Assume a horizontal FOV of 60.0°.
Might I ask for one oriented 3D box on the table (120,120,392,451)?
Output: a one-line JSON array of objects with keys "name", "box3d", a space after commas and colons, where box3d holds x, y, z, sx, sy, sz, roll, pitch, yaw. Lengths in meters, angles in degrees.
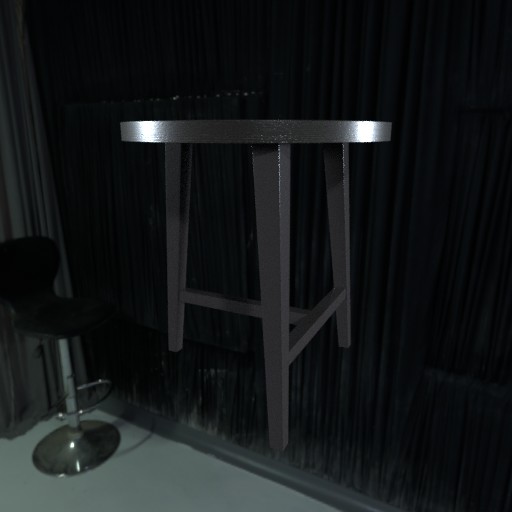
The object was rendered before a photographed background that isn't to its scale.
[{"name": "table", "box3d": [0.000, 0.000, 0.923, 0.500, 0.531, 0.500, 0, 16, 0]}]
